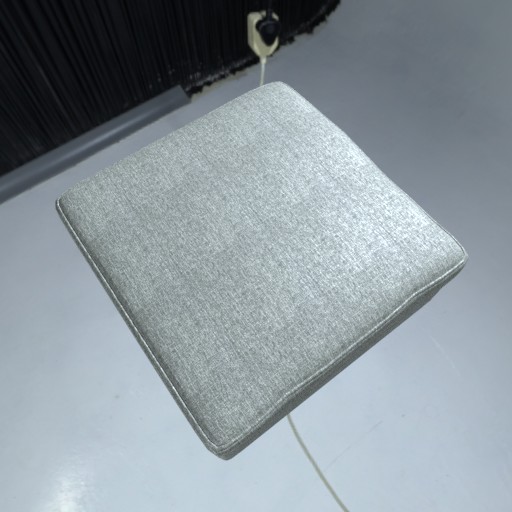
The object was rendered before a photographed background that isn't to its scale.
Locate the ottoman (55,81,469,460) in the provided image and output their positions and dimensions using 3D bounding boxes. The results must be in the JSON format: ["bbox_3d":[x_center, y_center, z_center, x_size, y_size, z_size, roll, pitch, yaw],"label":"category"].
[{"bbox_3d":[0.000,0.000,1.360,0.838,0.481,0.838,-33,68,-16],"label":"ottoman"}]
